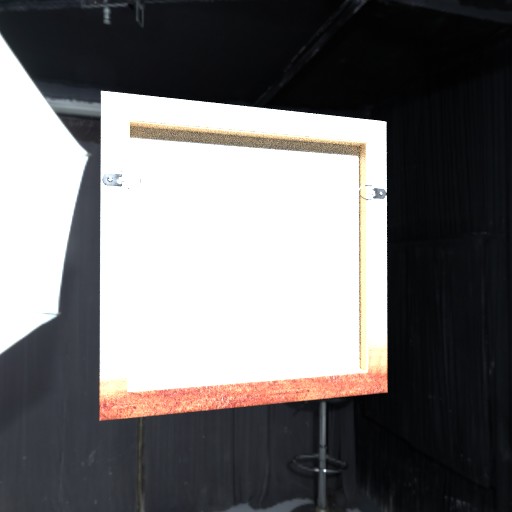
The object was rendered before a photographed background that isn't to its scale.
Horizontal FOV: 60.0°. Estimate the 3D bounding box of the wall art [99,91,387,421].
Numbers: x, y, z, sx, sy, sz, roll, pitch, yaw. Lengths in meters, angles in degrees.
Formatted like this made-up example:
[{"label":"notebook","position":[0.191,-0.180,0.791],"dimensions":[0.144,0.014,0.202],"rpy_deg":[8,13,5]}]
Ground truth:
[{"label":"wall art","position":[0.000,0.000,1.147],"dimensions":[0.760,0.760,0.042],"rpy_deg":[0,-1,-17]}]
